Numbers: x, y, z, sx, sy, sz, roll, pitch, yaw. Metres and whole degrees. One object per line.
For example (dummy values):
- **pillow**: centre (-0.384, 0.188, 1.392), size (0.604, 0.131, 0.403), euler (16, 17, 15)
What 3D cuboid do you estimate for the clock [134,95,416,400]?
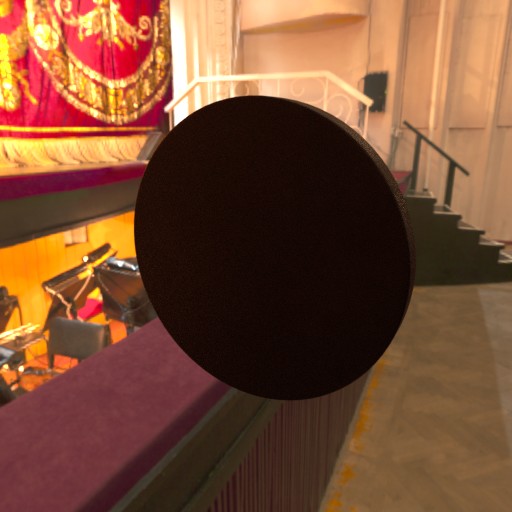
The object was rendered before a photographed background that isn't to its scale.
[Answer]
- **clock**: centre (0.000, 0.000, 0.461), size (0.314, 0.314, 0.029), euler (9, 18, 28)
